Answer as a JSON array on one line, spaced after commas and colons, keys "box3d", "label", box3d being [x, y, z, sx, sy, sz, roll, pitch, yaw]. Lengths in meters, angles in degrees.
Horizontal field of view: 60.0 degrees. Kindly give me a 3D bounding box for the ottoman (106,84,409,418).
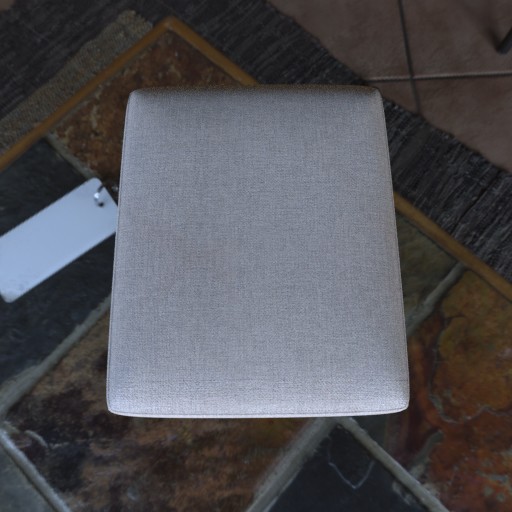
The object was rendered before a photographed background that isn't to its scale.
[{"box3d": [0.000, 0.000, 1.220, 0.671, 0.490, 0.820, -1, 75, 0], "label": "ottoman"}]
